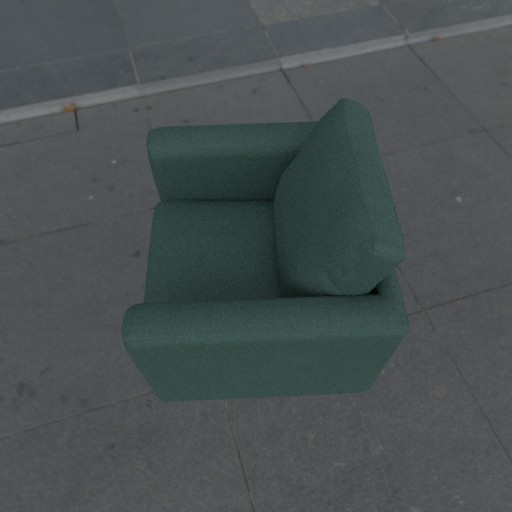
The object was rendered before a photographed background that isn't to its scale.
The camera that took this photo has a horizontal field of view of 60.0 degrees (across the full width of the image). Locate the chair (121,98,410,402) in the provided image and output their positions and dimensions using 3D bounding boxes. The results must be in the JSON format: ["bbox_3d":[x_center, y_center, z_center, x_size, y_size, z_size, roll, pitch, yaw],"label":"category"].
[{"bbox_3d":[0.000,0.000,1.587,0.800,0.927,0.855,-2,57,-1],"label":"chair"}]
